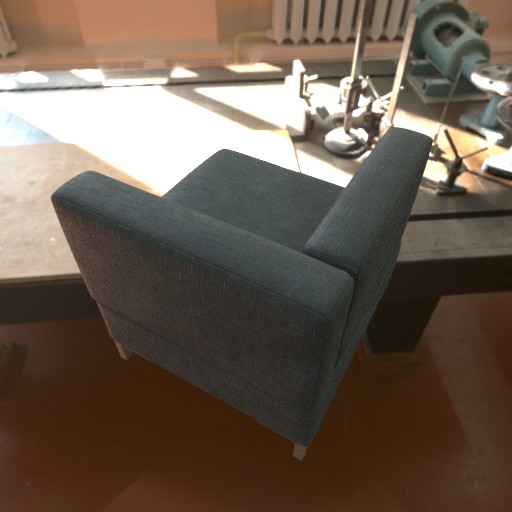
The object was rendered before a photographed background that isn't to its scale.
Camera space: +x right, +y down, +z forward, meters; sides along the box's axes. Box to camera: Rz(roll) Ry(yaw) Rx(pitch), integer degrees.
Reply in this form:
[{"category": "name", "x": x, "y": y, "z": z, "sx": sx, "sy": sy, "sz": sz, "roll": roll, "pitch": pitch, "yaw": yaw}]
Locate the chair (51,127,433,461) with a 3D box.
[{"category": "chair", "x": 0.000, "y": 0.000, "z": 1.240, "sx": 0.680, "sy": 0.660, "sz": 0.680, "roll": 23, "pitch": 50, "yaw": 20}]
